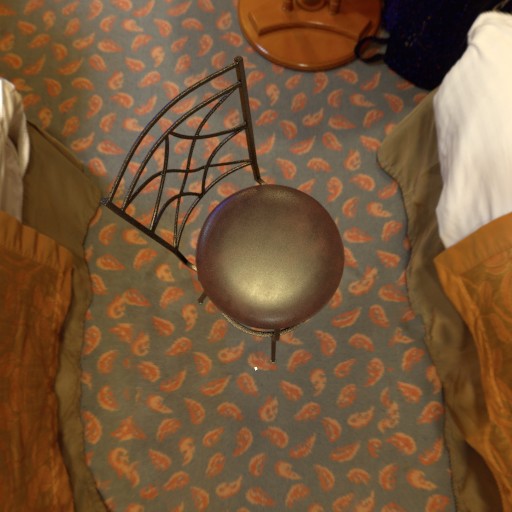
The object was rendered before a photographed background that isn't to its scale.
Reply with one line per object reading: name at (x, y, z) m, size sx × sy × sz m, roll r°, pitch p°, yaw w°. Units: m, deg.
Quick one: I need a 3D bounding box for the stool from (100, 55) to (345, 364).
stool at (0.000, 0.000, 1.420) m, size 0.534 × 1.117 × 0.434 m, roll 38°, pitch 79°, yaw 9°
